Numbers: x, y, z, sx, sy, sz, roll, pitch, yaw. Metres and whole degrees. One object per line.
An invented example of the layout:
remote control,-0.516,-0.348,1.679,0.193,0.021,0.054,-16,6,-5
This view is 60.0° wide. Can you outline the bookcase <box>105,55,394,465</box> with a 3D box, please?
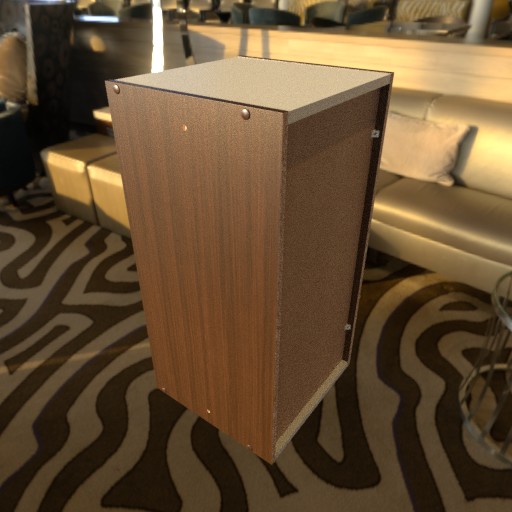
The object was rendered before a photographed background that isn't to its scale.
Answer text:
bookcase,0.000,0.000,0.787,0.290,0.600,0.300,21,38,30
